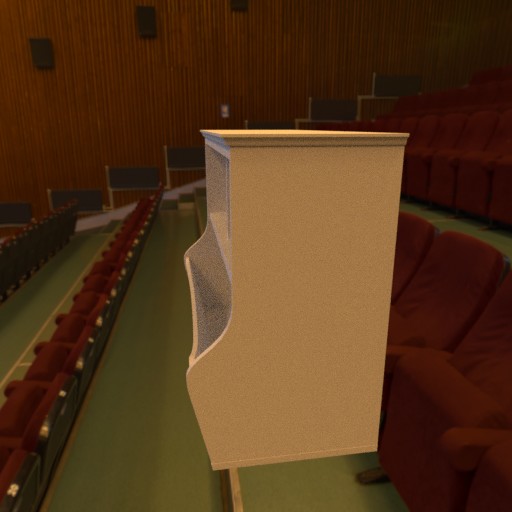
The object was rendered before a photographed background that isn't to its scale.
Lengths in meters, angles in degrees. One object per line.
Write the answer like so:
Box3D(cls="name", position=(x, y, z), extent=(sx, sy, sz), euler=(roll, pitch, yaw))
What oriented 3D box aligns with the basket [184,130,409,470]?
Box3D(cls="basket", position=(0.000, 0.000, 1.153), extent=(0.376, 0.625, 0.792), euler=(-3, 16, -9))
